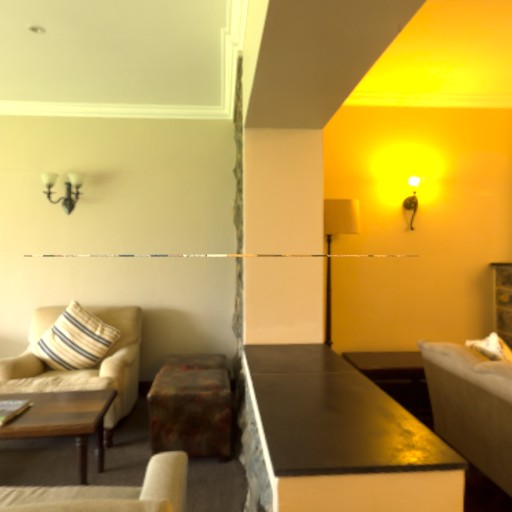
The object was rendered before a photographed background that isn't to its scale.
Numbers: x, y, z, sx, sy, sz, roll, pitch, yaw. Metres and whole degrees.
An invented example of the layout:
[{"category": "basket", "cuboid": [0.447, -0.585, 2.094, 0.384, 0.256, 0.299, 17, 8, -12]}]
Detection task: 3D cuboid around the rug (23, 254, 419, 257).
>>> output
[{"category": "rug", "cuboid": [0.000, 0.000, 3.049, 1.513, 0.008, 2.423, 0, 0, 36]}]
